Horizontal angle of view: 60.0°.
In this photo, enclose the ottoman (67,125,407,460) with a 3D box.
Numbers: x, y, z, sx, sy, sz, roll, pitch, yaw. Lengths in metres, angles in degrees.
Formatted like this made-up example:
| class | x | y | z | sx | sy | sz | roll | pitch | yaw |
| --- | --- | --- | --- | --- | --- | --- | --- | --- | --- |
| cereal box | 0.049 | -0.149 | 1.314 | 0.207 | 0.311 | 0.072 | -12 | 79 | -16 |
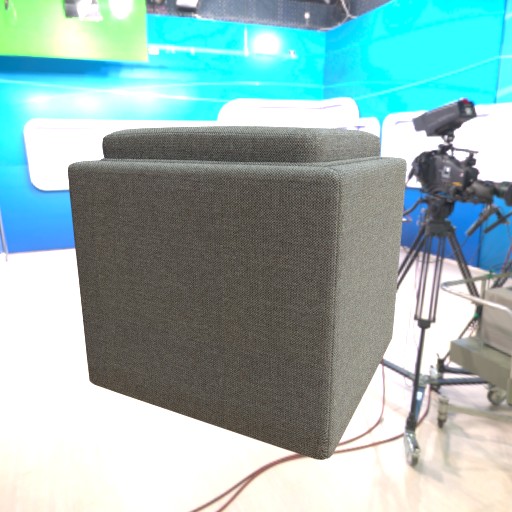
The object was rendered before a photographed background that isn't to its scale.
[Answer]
| class | x | y | z | sx | sy | sz | roll | pitch | yaw |
| --- | --- | --- | --- | --- | --- | --- | --- | --- | --- |
| ottoman | 0.000 | 0.000 | 0.825 | 0.450 | 0.460 | 0.450 | 7 | 16 | 26 |
